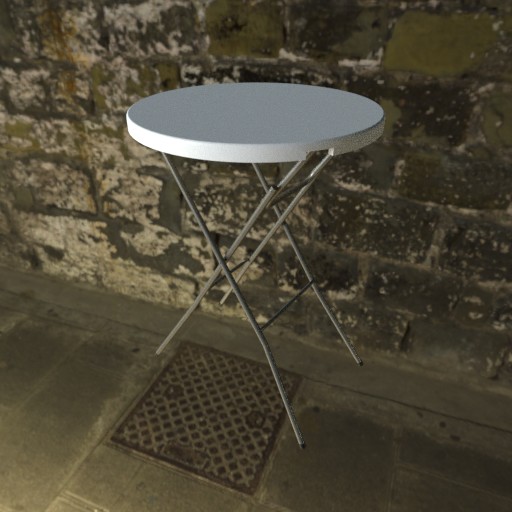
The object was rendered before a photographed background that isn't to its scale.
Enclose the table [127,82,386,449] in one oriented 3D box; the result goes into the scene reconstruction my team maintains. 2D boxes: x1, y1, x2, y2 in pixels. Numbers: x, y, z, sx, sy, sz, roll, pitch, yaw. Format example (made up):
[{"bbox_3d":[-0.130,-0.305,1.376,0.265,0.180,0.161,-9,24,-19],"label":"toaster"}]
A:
[{"bbox_3d":[0.000,0.000,1.680,0.795,1.105,0.792,20,37,30],"label":"table"}]
